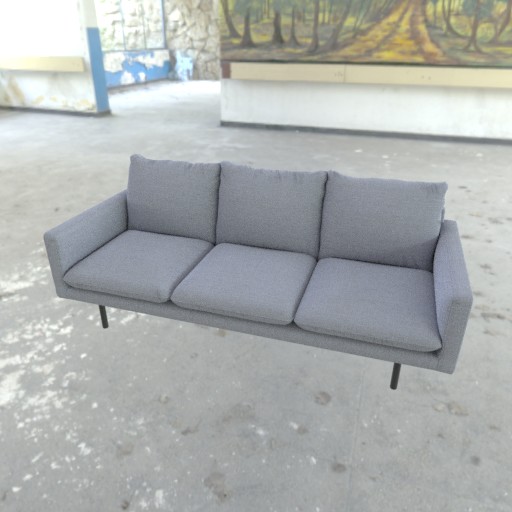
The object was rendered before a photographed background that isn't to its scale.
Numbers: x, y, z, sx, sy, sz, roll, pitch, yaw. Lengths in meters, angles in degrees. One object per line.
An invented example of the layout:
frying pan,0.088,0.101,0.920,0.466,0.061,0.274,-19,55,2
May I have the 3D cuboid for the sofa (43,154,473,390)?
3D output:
sofa,0.000,0.000,2.354,2.000,0.830,0.850,8,28,16
